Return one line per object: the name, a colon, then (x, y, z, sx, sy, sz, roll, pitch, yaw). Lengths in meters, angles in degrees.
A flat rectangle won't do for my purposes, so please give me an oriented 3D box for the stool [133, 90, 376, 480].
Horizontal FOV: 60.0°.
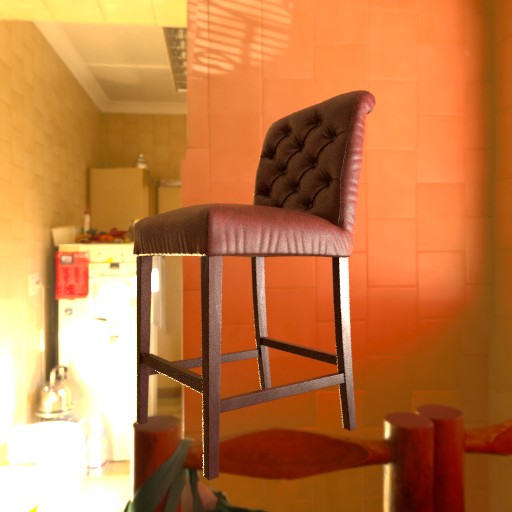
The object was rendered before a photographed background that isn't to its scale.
stool: (0.000, 0.000, 1.440, 0.660, 1.084, 0.486, 0, 0, -36)
